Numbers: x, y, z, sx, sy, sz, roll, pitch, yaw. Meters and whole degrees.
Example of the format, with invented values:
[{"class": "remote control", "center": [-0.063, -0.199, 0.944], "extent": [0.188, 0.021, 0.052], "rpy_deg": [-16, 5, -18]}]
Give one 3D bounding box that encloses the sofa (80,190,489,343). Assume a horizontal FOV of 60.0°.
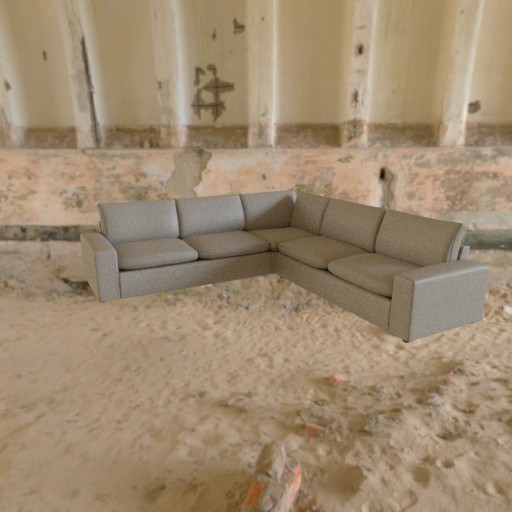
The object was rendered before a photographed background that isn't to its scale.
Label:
[{"class": "sofa", "center": [0.000, 0.000, 3.995], "extent": [2.622, 0.800, 2.742], "rpy_deg": [-8, 17, -27]}]
